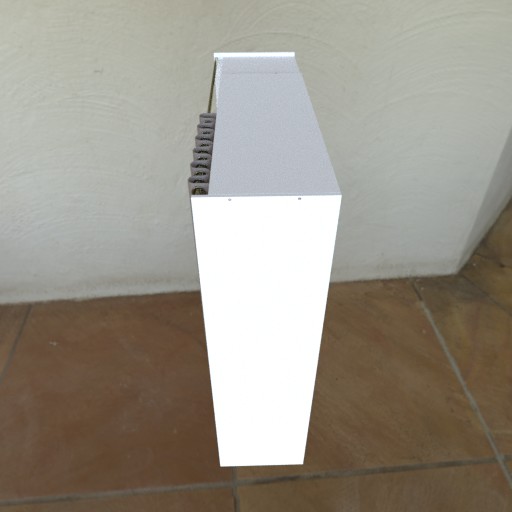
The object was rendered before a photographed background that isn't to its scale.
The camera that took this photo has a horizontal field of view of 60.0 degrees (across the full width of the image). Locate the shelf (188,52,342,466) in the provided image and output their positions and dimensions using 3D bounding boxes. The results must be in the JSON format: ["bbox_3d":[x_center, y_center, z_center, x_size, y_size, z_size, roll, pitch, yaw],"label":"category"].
[{"bbox_3d":[0.000,0.000,2.595,0.500,1.820,1.600,-1,40,-1],"label":"shelf"}]
